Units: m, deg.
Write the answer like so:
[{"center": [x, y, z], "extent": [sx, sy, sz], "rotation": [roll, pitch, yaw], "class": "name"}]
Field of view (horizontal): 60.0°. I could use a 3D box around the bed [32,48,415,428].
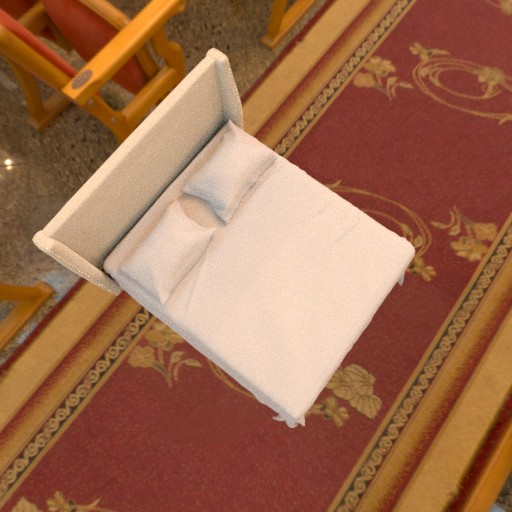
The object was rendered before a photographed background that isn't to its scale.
[{"center": [0.000, 0.000, 3.530], "extent": [2.276, 1.332, 1.925], "rotation": [36, 78, 9], "class": "bed"}]
